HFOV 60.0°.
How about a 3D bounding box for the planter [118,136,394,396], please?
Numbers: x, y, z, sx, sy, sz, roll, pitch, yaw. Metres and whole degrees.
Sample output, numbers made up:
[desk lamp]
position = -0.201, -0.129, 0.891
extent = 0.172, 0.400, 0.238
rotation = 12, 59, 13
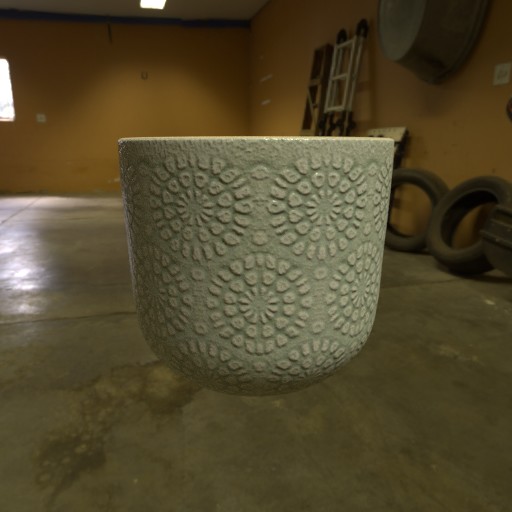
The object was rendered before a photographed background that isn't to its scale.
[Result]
[planter]
position = 0.000, 0.000, 0.301
extent = 0.169, 0.153, 0.169
rotation = 0, 14, 0
